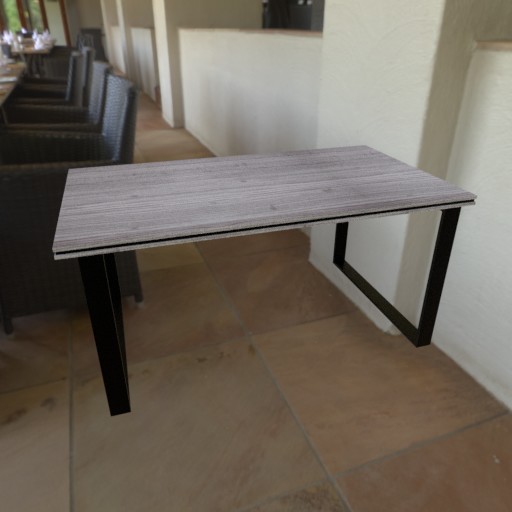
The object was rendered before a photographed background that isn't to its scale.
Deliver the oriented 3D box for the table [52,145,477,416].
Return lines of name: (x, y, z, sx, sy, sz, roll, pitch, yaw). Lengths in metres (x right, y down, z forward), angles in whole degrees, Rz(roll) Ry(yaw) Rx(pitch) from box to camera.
table: (0.000, 0.000, 2.105, 1.579, 0.736, 0.881, -8, 29, -15)
